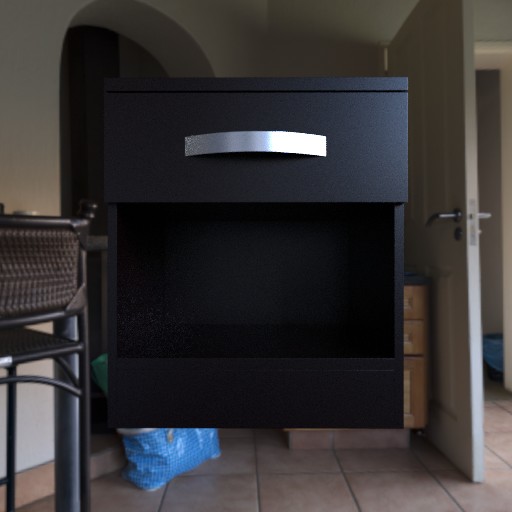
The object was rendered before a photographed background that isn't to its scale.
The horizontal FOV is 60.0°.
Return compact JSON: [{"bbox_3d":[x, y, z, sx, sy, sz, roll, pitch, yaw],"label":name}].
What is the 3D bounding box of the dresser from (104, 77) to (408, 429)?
[{"bbox_3d":[0.000,0.000,0.736,0.400,0.470,0.360,0,0,0],"label":"dresser"}]
